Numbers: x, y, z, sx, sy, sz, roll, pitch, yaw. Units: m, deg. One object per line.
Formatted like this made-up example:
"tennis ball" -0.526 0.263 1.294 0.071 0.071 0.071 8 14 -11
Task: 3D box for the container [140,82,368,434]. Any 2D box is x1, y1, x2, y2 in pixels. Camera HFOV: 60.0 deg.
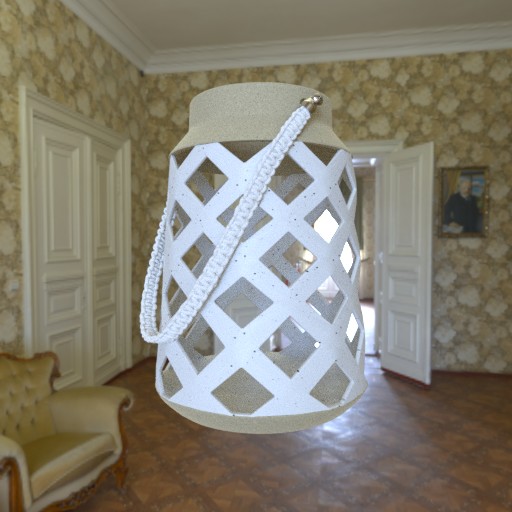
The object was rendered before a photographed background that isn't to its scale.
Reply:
"container" 0.000 0.000 0.342 0.172 0.229 0.163 -1 1 -36
